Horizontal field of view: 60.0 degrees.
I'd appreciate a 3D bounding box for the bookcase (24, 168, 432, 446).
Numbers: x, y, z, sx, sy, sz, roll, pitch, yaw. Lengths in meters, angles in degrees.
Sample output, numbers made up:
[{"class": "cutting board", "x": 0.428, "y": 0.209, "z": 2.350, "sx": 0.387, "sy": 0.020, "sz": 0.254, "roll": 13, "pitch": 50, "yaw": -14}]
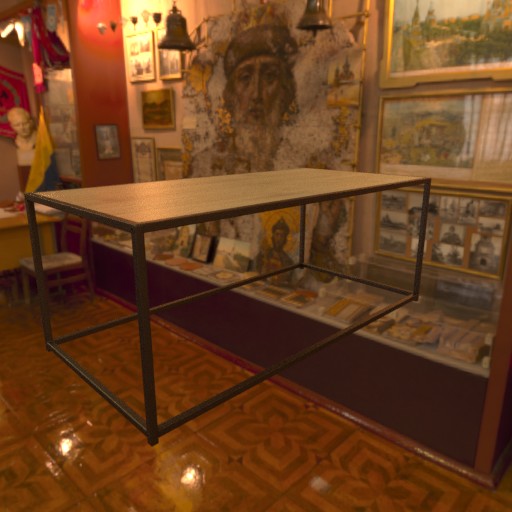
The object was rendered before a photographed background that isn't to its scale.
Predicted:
[{"class": "bookcase", "x": 0.000, "y": 0.000, "z": 1.233, "sx": 1.000, "sy": 0.400, "sz": 0.500, "roll": -15, "pitch": 22, "yaw": -42}]
